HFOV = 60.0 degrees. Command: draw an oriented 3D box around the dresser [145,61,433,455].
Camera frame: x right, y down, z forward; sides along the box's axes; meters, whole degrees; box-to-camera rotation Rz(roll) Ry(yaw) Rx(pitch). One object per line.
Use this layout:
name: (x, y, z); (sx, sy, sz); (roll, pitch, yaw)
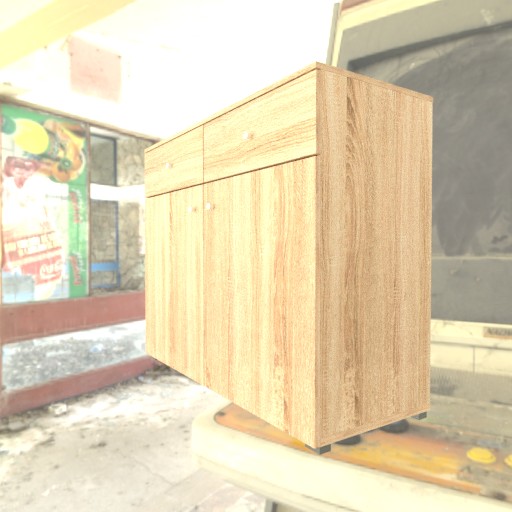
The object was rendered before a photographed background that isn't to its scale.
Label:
dresser: (0.000, 0.000, 1.574); (0.450, 0.900, 1.100); (-1, 2, -34)
